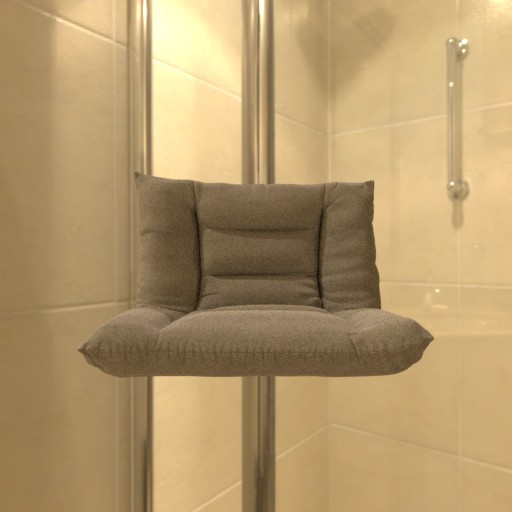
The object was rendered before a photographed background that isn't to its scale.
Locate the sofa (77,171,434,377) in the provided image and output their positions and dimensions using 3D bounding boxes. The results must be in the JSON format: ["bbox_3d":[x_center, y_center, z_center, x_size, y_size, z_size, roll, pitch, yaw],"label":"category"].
[{"bbox_3d":[0.000,0.000,1.762,1.144,0.795,0.847,0,0,0],"label":"sofa"}]
